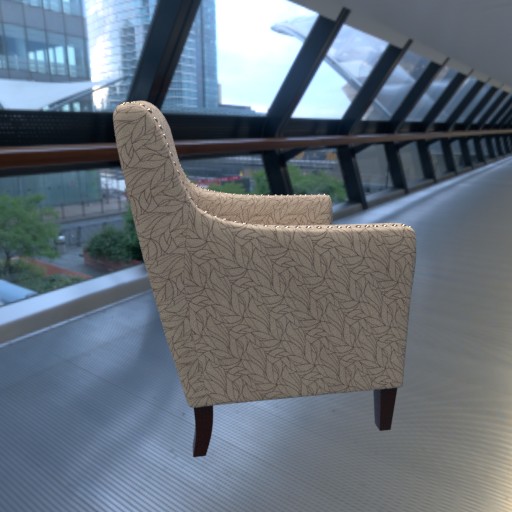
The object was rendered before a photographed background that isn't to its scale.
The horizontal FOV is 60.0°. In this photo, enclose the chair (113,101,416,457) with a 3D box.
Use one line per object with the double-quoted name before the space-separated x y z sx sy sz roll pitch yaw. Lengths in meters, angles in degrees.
"chair" 0.000 0.000 1.269 0.651 0.816 0.623 -2 15 -9
